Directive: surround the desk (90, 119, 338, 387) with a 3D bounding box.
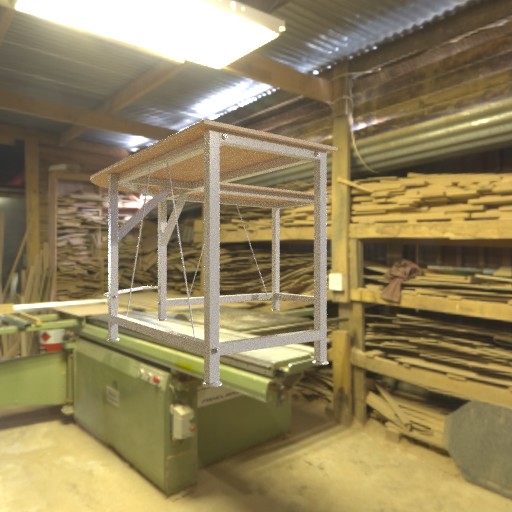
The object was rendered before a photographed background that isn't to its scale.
[{"bbox_3d":[0.000,0.000,2.220,1.400,0.762,1.400,0,0,-37],"label":"desk"}]
